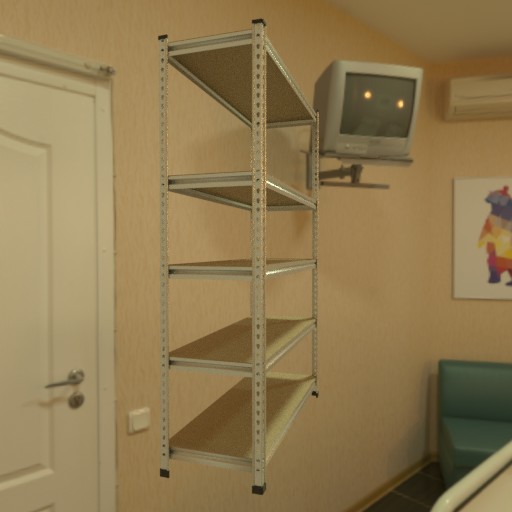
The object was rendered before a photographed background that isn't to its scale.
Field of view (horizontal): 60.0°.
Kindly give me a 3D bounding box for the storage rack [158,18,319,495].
[{"bbox_3d":[0.000,0.000,2.347,0.457,1.829,1.219,0,1,18],"label":"storage rack"}]
